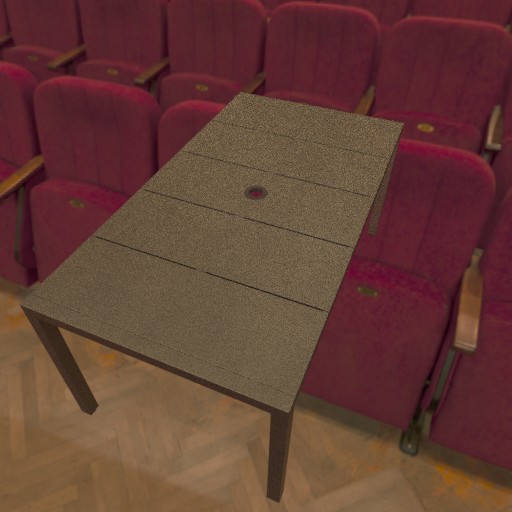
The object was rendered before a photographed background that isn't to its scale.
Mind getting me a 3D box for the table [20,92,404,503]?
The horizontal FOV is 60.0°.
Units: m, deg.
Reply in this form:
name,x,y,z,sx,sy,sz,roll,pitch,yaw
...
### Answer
name,x,y,z,sx,sy,sz,roll,pitch,yaw
table,0.000,0.000,2.082,0.914,0.735,1.680,17,47,16
